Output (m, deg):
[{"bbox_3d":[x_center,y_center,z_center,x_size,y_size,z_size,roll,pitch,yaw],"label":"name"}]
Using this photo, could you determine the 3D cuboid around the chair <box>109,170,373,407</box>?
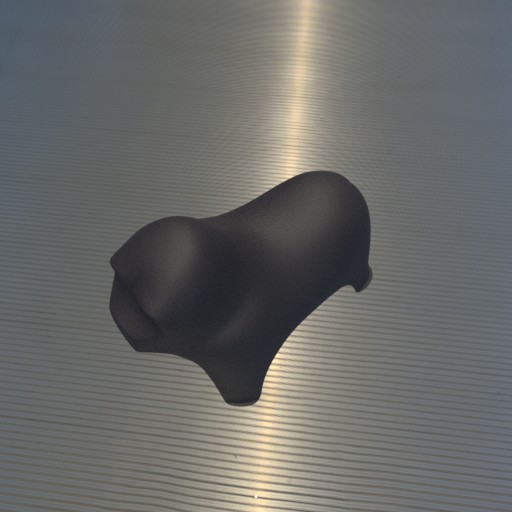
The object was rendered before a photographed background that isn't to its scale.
[{"bbox_3d":[0.000,0.000,1.158,0.758,0.600,0.490,-36,67,-18],"label":"chair"}]
